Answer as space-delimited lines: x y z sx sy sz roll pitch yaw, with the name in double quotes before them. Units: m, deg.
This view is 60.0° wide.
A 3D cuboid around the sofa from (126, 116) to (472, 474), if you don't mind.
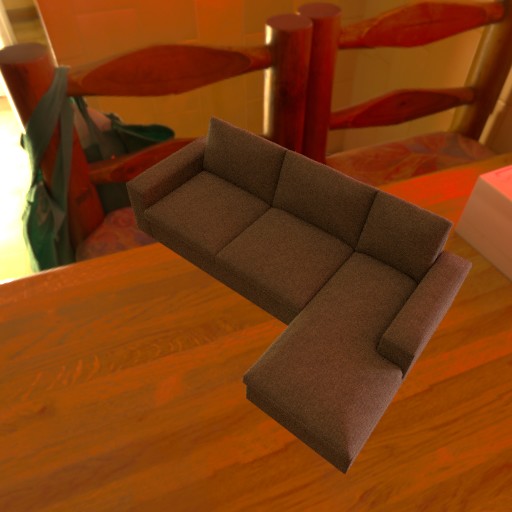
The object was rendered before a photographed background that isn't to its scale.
"sofa" 0.000 0.000 3.462 2.718 0.940 1.689 30 54 25
